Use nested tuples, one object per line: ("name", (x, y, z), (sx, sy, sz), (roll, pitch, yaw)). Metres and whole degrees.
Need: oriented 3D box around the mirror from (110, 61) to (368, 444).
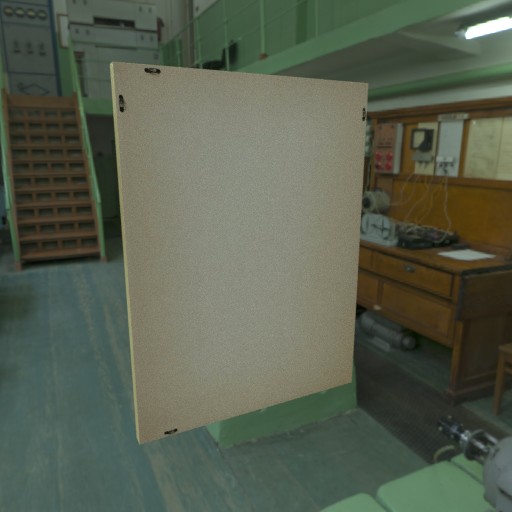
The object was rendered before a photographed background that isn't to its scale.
("mirror", (0.000, 0.000, 1.327), (0.762, 1.016, 0.040), (-7, 15, -26))
